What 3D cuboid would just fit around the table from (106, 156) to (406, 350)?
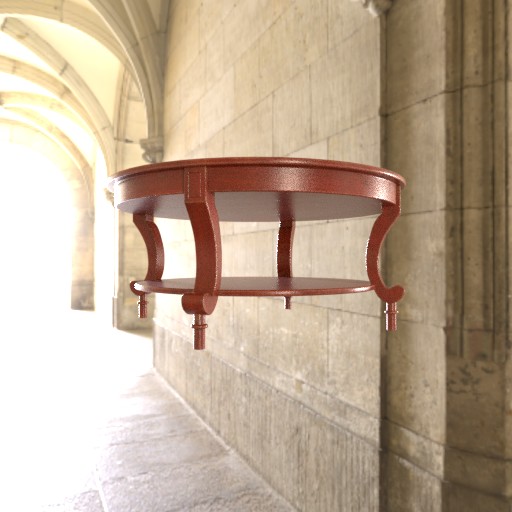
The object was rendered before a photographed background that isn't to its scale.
[{"bbox_3d":[0.000,0.000,1.600,1.029,0.486,1.029,0,0,0],"label":"table"}]
